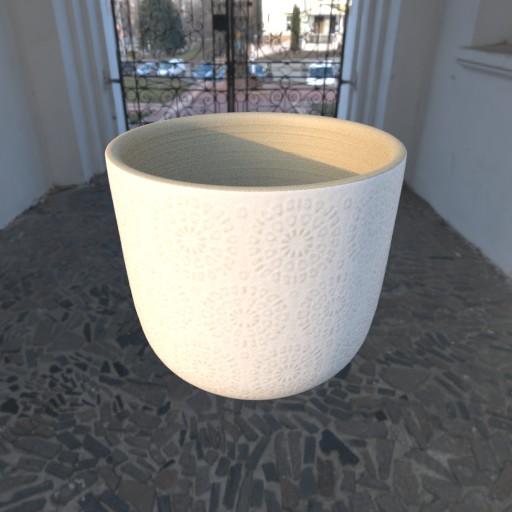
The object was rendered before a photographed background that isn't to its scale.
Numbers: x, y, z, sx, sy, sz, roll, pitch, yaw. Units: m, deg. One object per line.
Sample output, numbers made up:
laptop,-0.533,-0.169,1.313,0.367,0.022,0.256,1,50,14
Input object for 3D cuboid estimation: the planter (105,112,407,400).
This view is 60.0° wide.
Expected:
planter,0.000,0.000,0.363,0.208,0.190,0.208,0,29,0
